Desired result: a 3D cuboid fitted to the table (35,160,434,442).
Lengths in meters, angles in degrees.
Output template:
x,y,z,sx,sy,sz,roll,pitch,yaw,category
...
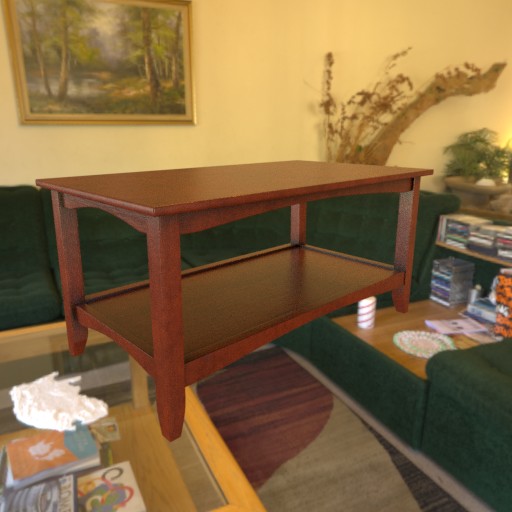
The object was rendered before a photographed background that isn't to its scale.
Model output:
x,y,z,sx,sy,sz,roll,pitch,yaw,category
0.000,0.000,1.241,0.943,0.456,0.533,-15,22,-41,table
